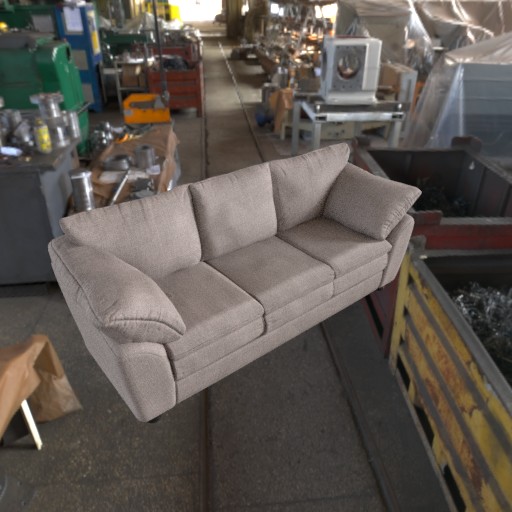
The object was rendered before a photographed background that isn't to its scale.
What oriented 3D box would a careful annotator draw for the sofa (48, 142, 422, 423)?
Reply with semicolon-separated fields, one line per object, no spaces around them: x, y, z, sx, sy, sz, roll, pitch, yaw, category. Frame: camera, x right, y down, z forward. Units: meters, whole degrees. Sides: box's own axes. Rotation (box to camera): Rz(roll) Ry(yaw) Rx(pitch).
0.000;0.000;2.861;2.334;0.996;0.878;-22;37;-33;sofa
